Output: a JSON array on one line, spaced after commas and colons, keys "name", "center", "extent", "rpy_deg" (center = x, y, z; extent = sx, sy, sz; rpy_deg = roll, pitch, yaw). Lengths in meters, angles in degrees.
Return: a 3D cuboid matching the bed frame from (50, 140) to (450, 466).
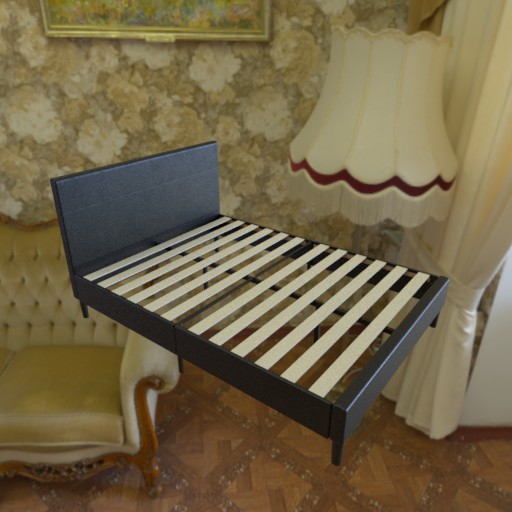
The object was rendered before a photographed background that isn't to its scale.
[{"name": "bed frame", "center": [0.000, 0.000, 3.217], "extent": [2.318, 1.127, 1.634], "rpy_deg": [18, 31, 33]}]
